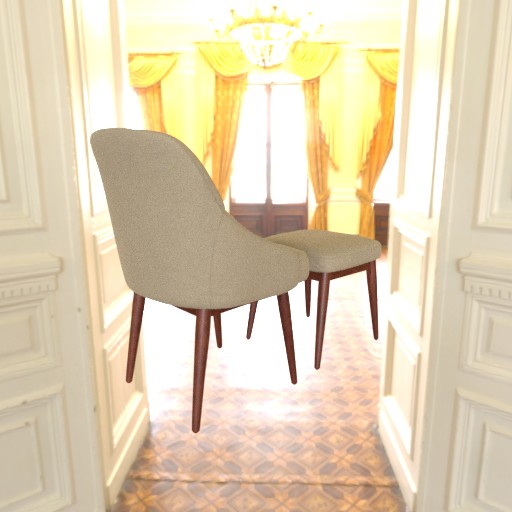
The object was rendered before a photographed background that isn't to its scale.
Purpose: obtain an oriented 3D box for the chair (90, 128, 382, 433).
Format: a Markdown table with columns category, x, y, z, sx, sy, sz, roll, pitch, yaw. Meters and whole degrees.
| category | x | y | z | sx | sy | sz | roll | pitch | yaw |
| --- | --- | --- | --- | --- | --- | --- | --- | --- | --- |
| chair | 0.000 | 0.000 | 1.645 | 1.114 | 0.866 | 0.584 | -12 | 17 | -42 |
